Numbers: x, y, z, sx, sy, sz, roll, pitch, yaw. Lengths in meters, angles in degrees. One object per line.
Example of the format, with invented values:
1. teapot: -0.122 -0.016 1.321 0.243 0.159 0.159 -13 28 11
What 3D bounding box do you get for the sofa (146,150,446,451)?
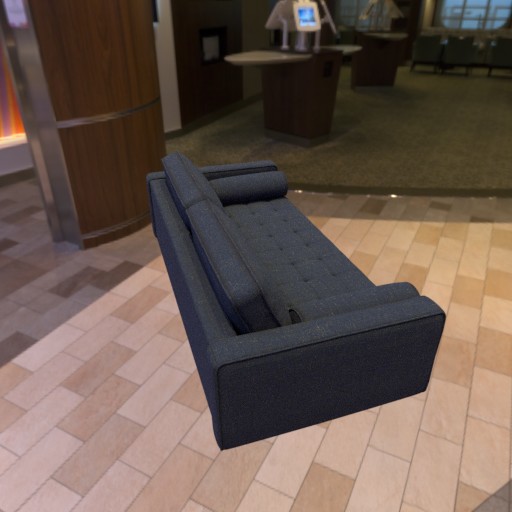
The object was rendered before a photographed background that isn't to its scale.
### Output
1. sofa: 0.000 0.000 2.372 0.914 0.762 1.880 -10 32 -16
